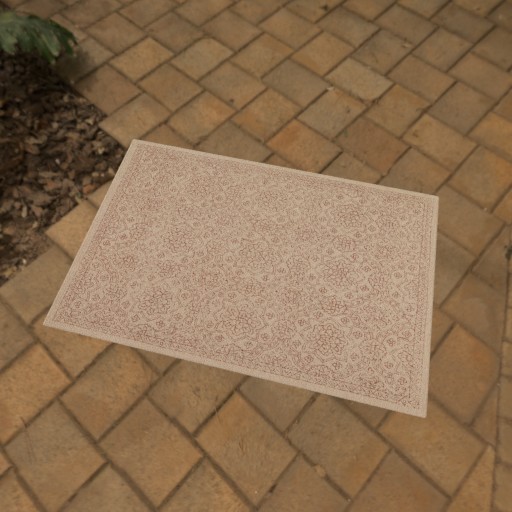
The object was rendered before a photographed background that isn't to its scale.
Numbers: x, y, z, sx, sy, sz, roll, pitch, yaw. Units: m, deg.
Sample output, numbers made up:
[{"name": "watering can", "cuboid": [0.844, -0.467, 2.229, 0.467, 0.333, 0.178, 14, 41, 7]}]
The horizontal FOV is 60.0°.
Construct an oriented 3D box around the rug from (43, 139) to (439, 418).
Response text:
[{"name": "rug", "cuboid": [0.000, 0.000, 2.320, 1.829, 0.010, 1.219, 12, 63, 6]}]
